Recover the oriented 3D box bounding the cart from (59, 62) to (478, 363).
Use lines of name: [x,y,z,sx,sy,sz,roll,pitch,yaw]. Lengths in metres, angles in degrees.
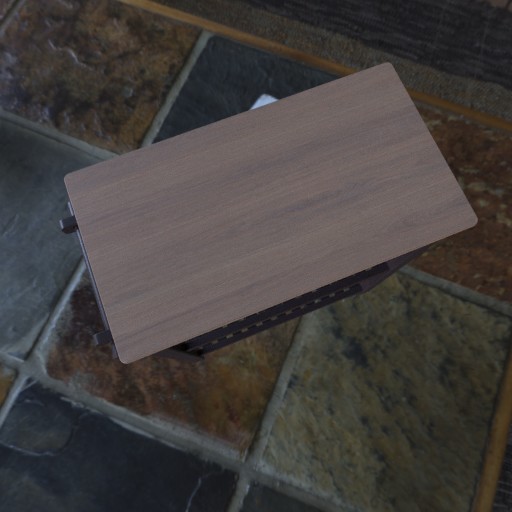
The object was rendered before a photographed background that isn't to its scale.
cart: [0.000,0.000,1.450,0.899,0.927,0.457,-21,76,-5]
